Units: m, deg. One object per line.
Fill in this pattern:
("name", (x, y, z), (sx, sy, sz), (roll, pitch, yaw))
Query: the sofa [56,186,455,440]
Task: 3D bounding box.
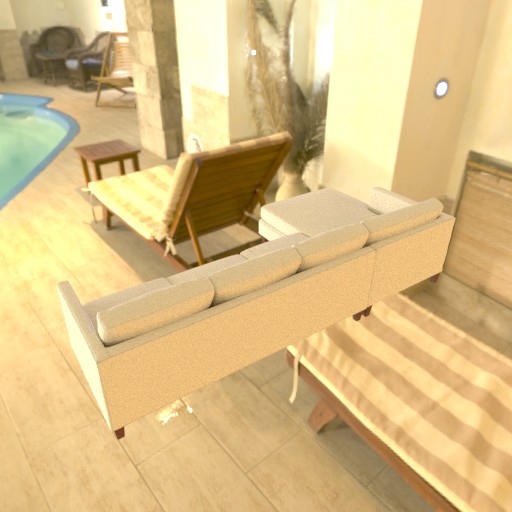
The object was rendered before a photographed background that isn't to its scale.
("sofa", (0.000, 0.000, 3.838), (3.186, 0.846, 1.625), (-19, 36, -29))
